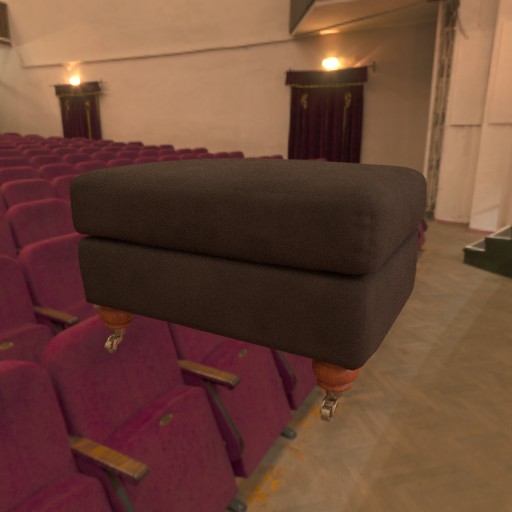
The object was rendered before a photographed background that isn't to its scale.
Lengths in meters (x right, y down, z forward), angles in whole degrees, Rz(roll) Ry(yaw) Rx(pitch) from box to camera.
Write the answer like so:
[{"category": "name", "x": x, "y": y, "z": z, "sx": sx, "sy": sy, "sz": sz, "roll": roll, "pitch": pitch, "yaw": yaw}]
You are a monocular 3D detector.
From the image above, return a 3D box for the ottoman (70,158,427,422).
[{"category": "ottoman", "x": 0.000, "y": 0.000, "z": 1.179, "sx": 0.773, "sy": 0.497, "sz": 0.574, "roll": 8, "pitch": 18, "yaw": 28}]
